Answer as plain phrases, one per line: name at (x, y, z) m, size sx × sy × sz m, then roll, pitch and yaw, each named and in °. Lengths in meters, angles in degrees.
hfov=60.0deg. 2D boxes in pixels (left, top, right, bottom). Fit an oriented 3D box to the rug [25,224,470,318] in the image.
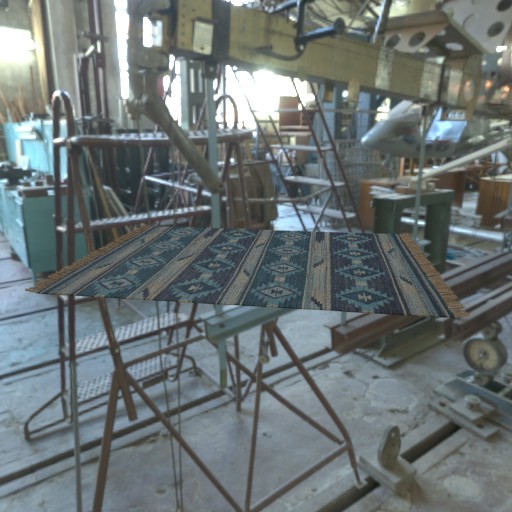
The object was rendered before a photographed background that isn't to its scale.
rug at (0.000, 0.000, 4.344) m, size 3.307 × 0.047 × 2.418 m, roll 2°, pitch 17°, yaw 8°
